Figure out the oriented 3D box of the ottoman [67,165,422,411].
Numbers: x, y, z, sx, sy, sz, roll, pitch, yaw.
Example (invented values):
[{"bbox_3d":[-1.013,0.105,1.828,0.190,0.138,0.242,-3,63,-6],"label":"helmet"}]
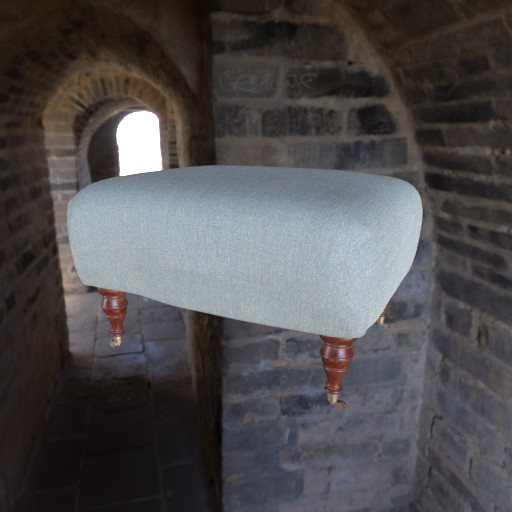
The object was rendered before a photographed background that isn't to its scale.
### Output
[{"bbox_3d":[0.000,0.000,1.147,0.747,0.450,0.622,7,17,26],"label":"ottoman"}]
